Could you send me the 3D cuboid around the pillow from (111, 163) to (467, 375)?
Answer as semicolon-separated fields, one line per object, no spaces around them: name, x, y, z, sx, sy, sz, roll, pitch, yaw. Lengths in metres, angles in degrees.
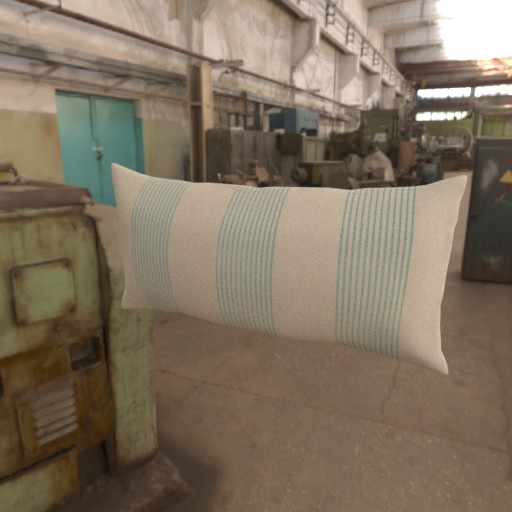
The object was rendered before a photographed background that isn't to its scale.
pillow;0.000;0.000;0.727;0.610;0.287;0.151;7;16;26
